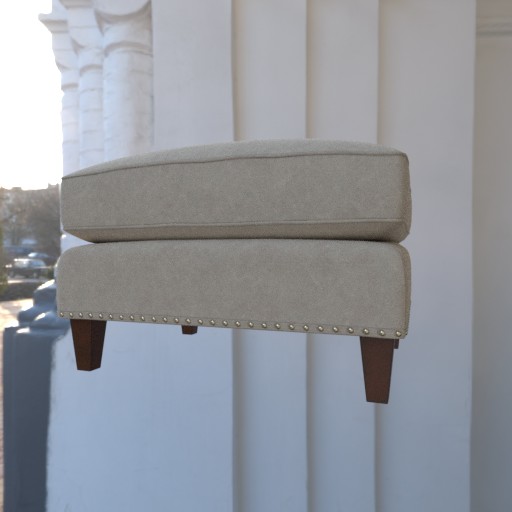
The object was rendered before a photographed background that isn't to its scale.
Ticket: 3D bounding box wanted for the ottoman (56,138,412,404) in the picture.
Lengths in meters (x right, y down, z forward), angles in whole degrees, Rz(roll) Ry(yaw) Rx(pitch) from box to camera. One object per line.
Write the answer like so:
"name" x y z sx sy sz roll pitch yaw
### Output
"ottoman" 0.000 0.000 1.123 0.741 0.513 0.584 0 0 20
